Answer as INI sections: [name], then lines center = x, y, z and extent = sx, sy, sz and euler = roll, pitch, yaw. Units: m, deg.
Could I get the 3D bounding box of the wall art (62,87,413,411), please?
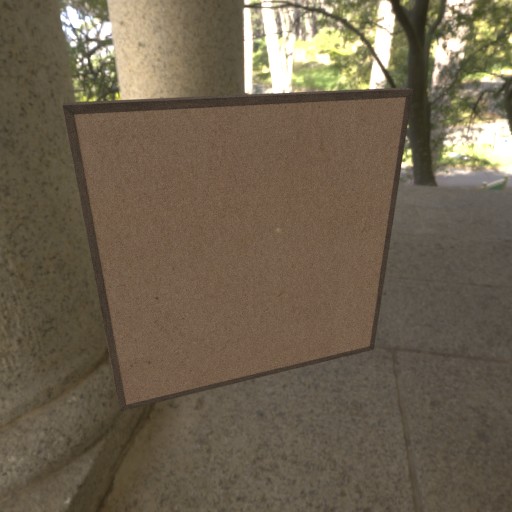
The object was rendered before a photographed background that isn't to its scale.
[wall art]
center = 0.000, 0.000, 1.109
extent = 0.762, 0.762, 0.038
euler = -9, 28, -17
